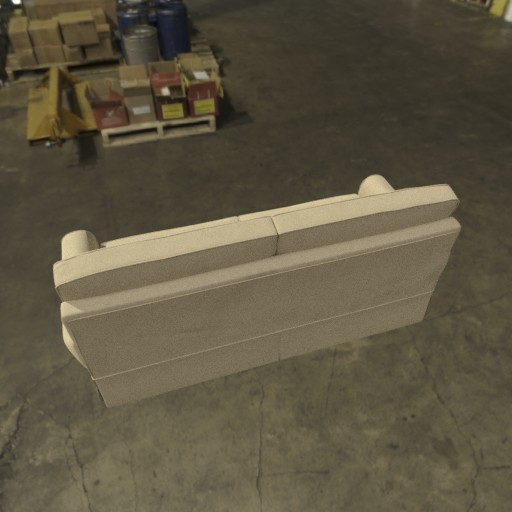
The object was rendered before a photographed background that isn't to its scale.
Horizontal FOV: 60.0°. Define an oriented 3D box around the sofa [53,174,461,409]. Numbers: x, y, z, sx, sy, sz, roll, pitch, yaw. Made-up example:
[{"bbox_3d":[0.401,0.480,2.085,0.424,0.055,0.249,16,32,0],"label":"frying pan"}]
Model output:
[{"bbox_3d":[0.000,0.000,2.718,2.246,1.014,0.900,-12,44,-13],"label":"sofa"}]
